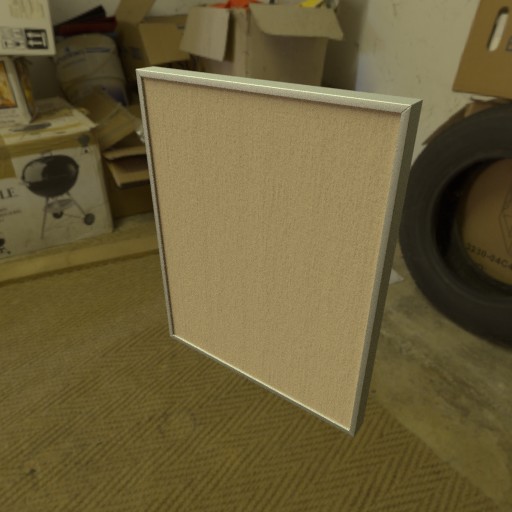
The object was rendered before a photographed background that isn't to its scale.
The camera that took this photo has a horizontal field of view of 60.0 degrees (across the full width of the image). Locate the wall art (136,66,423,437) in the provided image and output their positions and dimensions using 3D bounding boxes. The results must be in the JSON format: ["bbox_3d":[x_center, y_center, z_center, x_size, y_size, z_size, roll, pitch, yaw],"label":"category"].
[{"bbox_3d":[0.000,0.000,0.747,0.445,0.553,0.039,20,36,30],"label":"wall art"}]
